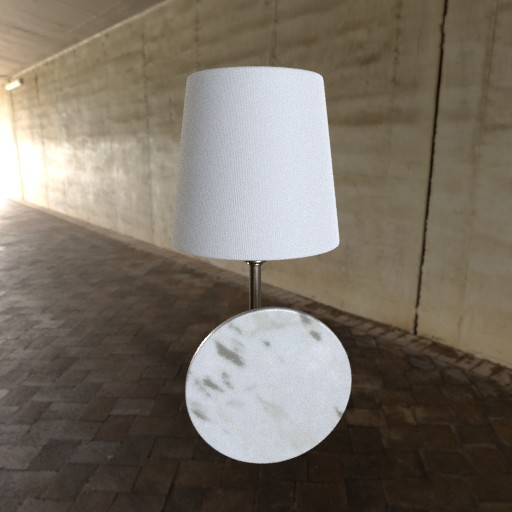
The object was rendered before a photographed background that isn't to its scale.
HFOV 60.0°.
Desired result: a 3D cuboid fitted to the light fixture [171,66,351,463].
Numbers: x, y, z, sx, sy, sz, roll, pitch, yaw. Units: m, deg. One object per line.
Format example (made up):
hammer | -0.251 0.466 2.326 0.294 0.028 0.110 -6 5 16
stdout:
light fixture | 0.000 0.000 0.446 0.168 0.337 0.188 -2 14 -7
